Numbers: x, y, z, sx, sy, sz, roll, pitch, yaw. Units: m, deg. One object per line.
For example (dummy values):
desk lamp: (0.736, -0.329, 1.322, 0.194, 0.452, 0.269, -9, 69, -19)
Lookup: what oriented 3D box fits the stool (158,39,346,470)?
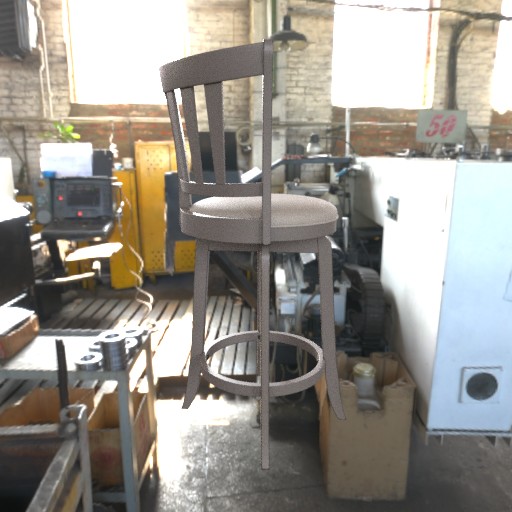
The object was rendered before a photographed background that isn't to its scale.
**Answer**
stool: (0.000, 0.000, 1.264, 0.475, 1.023, 0.436, -12, 17, -41)
